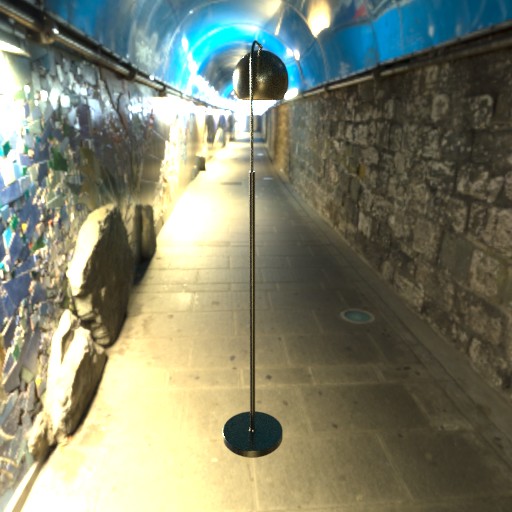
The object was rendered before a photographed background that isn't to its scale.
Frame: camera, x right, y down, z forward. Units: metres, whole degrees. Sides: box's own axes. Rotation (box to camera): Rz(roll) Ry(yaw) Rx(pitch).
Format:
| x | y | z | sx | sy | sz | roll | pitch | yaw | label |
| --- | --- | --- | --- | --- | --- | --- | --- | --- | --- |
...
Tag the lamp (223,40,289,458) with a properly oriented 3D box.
| x | y | z | sx | sy | sz | roll | pitch | yaw | label |
| --- | --- | --- | --- | --- | --- | --- | --- | --- | --- |
| 0.000 | 0.000 | 1.717 | 0.250 | 1.526 | 0.431 | 3 | 17 | 9 | lamp |
